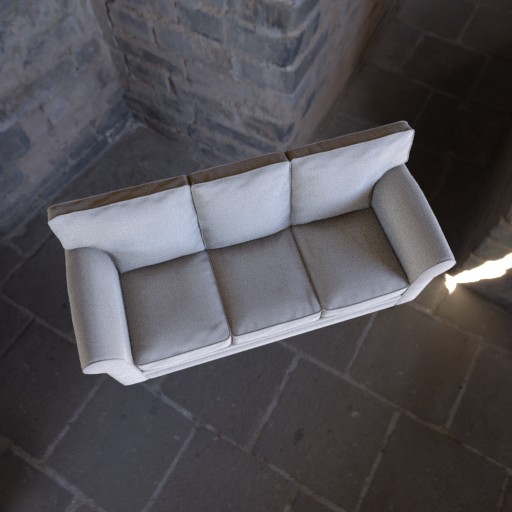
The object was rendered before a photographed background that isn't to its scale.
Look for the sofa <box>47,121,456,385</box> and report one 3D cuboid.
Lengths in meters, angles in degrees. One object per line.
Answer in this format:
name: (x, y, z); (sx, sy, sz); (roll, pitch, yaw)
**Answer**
sofa: (0.000, 0.000, 2.635); (2.084, 0.961, 0.916); (-15, 64, -7)
